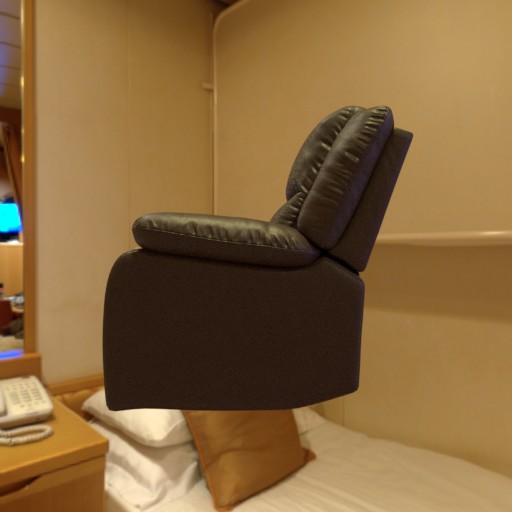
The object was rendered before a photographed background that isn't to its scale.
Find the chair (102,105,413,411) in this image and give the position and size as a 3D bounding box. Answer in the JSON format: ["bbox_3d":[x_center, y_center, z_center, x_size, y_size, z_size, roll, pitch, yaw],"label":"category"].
[{"bbox_3d":[0.000,0.000,1.684,0.934,1.009,0.899,0,1,1],"label":"chair"}]
